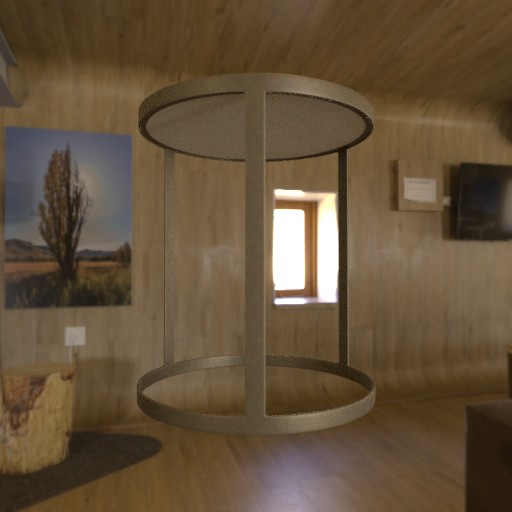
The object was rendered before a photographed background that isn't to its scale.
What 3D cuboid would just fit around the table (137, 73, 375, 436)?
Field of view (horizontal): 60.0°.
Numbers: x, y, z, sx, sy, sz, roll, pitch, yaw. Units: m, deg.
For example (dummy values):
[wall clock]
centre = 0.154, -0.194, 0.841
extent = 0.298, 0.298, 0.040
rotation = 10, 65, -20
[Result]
[table]
centre = 0.000, 0.000, 0.929
extent = 0.480, 0.565, 0.480
rotation = 0, -1, 0
